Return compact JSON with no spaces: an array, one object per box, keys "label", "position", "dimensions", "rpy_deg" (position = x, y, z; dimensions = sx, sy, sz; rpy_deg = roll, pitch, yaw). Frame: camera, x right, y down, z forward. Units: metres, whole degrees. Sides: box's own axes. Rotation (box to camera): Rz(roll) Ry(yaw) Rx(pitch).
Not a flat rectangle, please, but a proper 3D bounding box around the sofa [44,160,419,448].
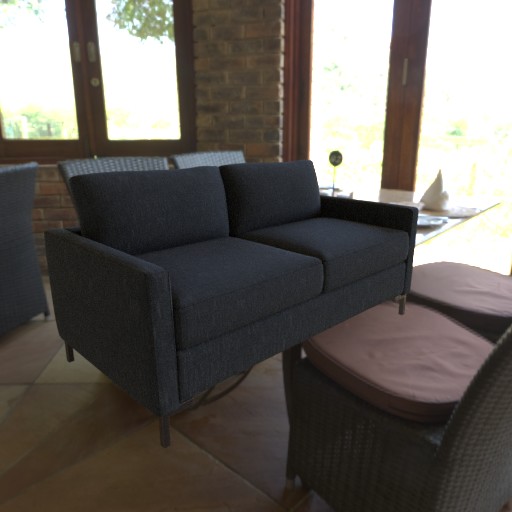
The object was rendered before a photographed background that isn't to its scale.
[{"label":"sofa","position":[0.000,0.000,2.194],"dimensions":[1.716,0.862,0.866],"rpy_deg":[-15,22,-42]}]
